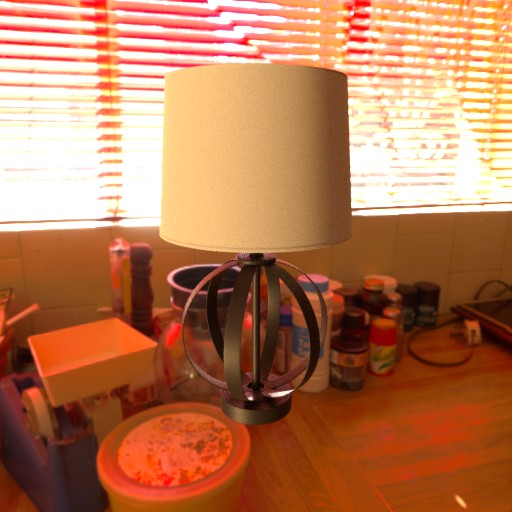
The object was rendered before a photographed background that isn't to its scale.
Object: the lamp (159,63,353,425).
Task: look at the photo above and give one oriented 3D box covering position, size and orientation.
[{"bbox_3d":[0.000,0.000,0.682,0.286,0.510,0.286,0,14,0],"label":"lamp"}]
